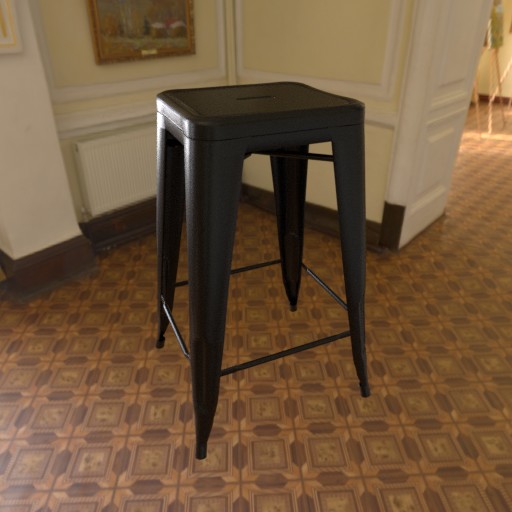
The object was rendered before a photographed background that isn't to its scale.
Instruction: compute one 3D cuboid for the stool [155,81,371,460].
[{"bbox_3d":[0.000,0.000,0.884,0.455,0.609,0.423,-19,35,-30],"label":"stool"}]
